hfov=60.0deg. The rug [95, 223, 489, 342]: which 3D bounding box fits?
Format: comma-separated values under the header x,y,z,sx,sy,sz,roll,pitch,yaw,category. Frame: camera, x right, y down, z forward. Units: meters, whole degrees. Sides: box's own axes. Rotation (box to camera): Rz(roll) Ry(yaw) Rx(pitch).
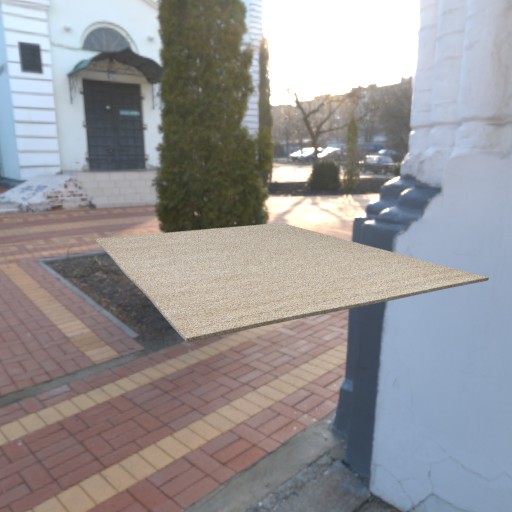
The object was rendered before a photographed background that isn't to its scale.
x,y,z,sx,sy,sz,roll,pitch,yaw,category
0.000,0.000,4.098,2.400,0.026,3.000,-7,15,-27,rug
